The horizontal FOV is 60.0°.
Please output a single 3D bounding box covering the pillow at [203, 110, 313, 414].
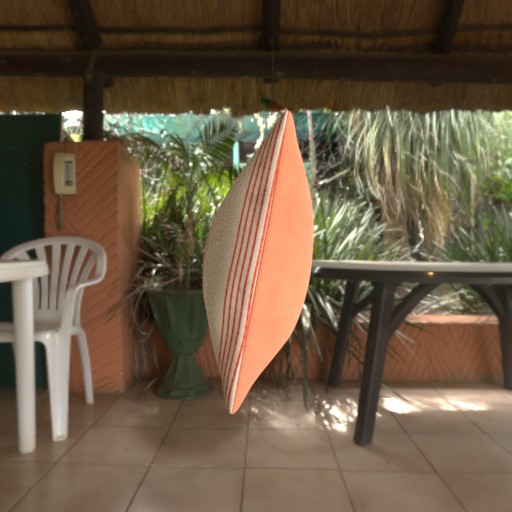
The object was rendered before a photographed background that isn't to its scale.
[{"bbox_3d":[0.000,0.000,0.718,0.156,0.292,0.608,0,1,0],"label":"pillow"}]
